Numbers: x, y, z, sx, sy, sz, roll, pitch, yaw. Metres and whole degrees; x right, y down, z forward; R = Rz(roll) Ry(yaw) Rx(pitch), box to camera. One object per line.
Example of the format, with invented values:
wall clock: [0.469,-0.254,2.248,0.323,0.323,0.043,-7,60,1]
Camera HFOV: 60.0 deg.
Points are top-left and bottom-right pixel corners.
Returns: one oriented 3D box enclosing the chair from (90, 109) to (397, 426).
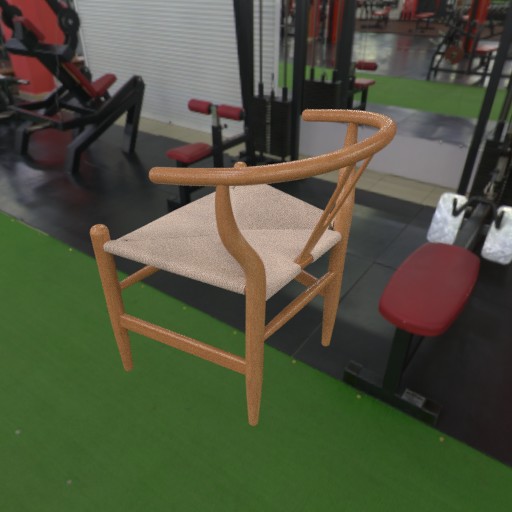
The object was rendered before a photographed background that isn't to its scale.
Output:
chair: [0.000,0.000,1.142,0.579,0.730,0.569,23,39,31]
